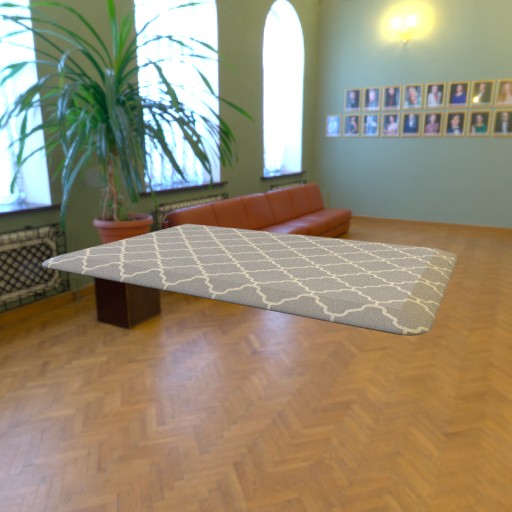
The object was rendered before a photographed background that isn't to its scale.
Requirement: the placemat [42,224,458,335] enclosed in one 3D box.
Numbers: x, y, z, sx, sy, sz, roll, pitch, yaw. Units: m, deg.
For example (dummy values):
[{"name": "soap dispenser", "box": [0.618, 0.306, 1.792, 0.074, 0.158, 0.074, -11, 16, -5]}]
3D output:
[{"name": "placemat", "box": [0.000, 0.000, 0.950, 0.762, 0.021, 0.508, 7, 16, 27]}]
